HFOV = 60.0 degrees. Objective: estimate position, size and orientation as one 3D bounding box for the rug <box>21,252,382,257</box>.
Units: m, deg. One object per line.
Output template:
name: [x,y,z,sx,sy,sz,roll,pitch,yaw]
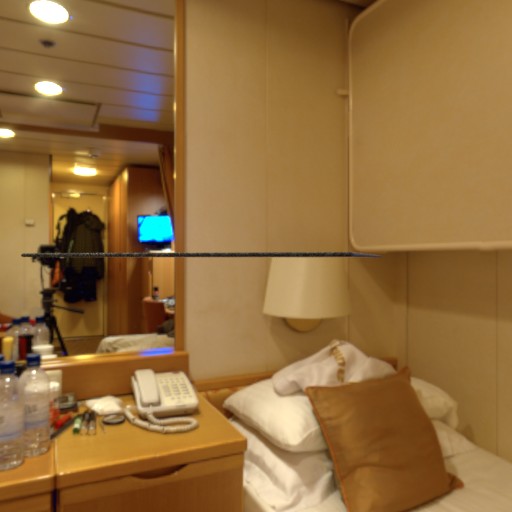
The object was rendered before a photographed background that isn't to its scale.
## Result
rug: [0.000,0.000,2.881,1.478,0.017,2.330,0,0,18]
